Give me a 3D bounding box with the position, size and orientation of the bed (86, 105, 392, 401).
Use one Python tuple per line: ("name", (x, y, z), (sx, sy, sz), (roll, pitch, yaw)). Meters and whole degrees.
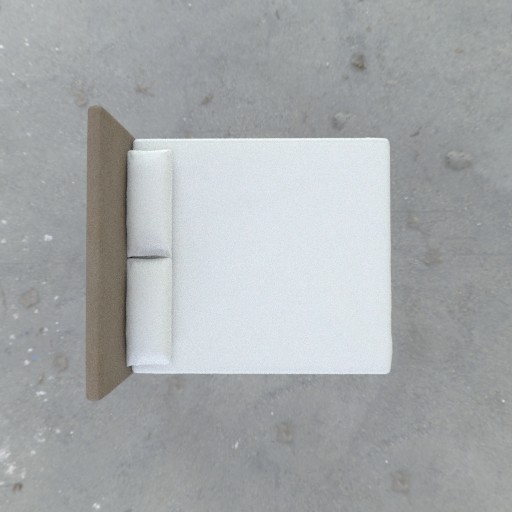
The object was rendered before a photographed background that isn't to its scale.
("bed", (0.000, 0.000, 3.653), (2.341, 1.317, 2.119), (0, 89, 1))
